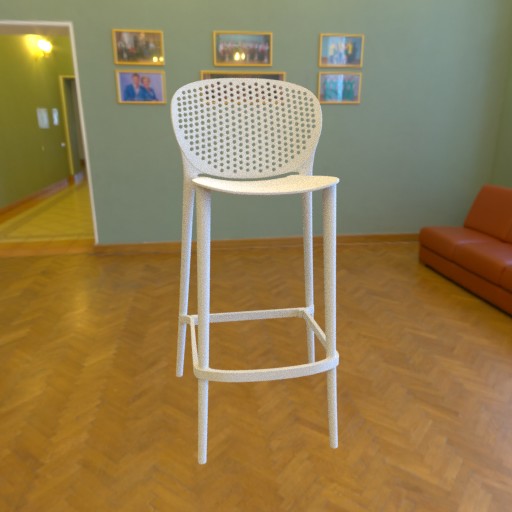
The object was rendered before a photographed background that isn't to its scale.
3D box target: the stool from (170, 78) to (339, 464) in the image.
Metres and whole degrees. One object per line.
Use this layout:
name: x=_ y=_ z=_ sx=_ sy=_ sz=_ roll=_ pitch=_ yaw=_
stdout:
stool: x=0.000 y=0.000 z=1.343 sx=0.536 sy=1.045 sz=0.535 roll=-3 pitch=17 yaw=-9
